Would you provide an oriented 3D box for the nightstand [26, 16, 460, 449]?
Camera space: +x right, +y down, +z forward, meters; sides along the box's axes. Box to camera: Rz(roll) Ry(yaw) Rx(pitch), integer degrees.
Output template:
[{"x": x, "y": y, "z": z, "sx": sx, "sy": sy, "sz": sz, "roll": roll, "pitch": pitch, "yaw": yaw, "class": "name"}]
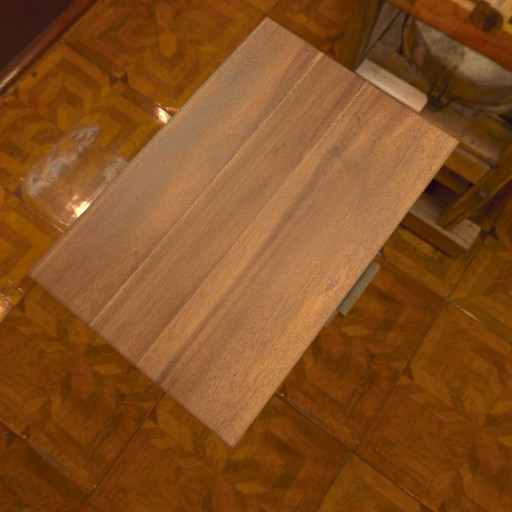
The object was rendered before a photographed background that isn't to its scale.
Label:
[{"x": 0.000, "y": 0.000, "z": 1.003, "sx": 0.427, "sy": 0.611, "sz": 0.605, "roll": 37, "pitch": 78, "yaw": 9, "class": "nightstand"}]
